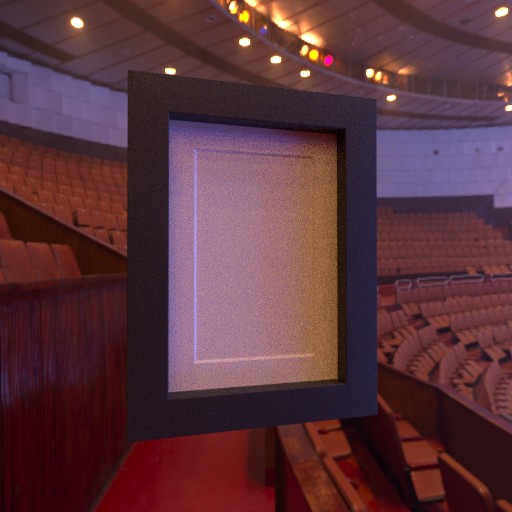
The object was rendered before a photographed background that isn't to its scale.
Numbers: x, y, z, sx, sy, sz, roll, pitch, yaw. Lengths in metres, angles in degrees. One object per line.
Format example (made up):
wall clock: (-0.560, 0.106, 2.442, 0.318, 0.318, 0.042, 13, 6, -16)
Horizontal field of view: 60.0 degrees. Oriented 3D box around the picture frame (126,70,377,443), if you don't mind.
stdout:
picture frame: (0.000, 0.000, 0.282, 0.157, 0.208, 0.028, 0, -1, -16)
